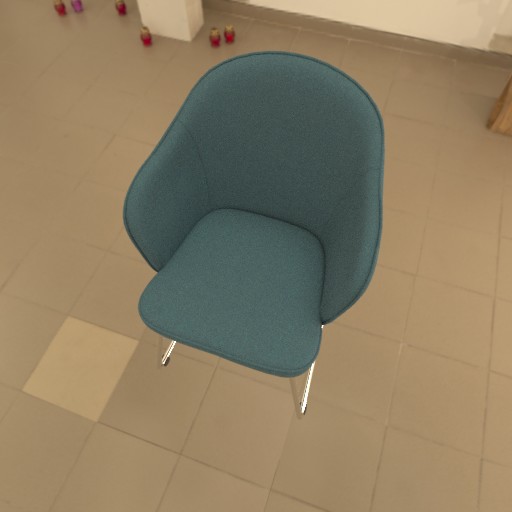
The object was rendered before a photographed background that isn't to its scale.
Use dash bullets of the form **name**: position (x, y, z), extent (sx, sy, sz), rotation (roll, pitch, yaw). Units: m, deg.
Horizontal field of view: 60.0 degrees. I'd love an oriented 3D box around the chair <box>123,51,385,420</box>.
- **chair**: position (0.000, 0.000, 1.175), extent (0.570, 0.815, 0.585), rotation (16, 60, 10)
